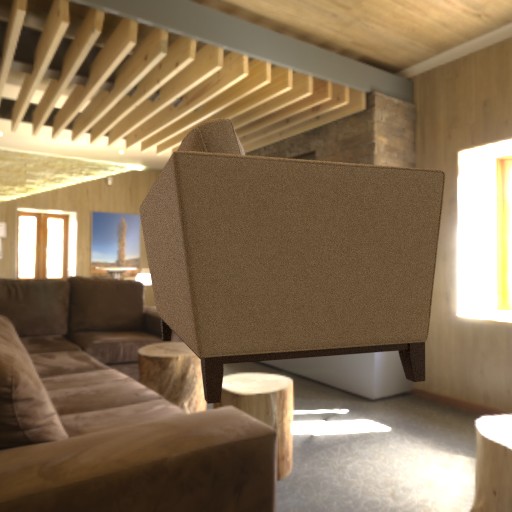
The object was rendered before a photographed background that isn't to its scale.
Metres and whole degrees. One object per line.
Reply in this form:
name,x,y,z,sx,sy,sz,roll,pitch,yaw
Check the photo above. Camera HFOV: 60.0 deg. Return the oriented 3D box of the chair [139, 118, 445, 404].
chair,0.000,0.000,2.069,0.965,0.940,1.397,0,-1,-19
